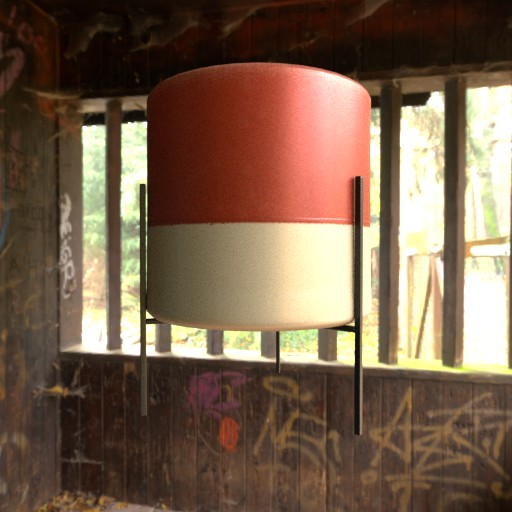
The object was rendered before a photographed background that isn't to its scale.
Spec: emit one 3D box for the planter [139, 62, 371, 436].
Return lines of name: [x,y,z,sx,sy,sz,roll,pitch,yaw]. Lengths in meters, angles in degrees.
planter: [0.000,0.000,0.697,0.354,0.465,0.345,0,1,-17]
